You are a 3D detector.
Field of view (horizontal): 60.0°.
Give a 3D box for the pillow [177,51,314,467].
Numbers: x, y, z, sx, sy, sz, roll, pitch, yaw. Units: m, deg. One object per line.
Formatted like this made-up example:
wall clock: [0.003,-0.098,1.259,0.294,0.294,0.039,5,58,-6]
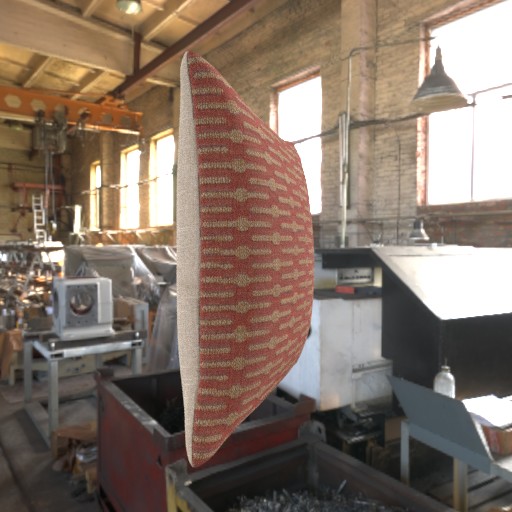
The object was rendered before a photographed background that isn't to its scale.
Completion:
pillow: [0.000,0.000,0.772,0.182,0.503,0.511,0,2,18]
